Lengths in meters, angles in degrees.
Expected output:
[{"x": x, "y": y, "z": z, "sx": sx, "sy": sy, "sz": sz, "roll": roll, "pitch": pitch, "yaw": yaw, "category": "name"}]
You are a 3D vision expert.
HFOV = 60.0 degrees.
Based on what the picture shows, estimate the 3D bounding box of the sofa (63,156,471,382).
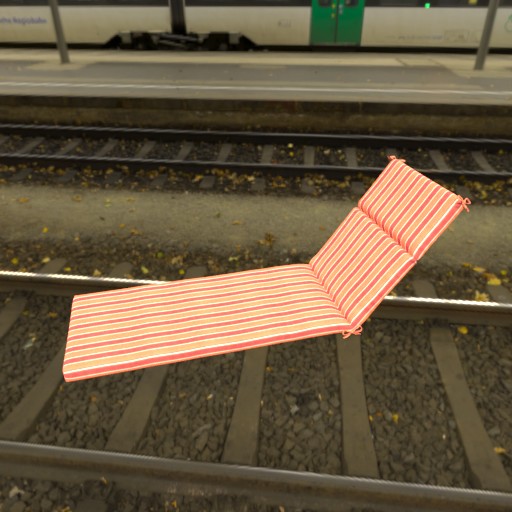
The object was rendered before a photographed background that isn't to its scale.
[{"x": 0.000, "y": 0.000, "z": 1.949, "sx": 1.663, "sy": 0.622, "sz": 0.582, "roll": -8, "pitch": 32, "yaw": -13, "category": "sofa"}]
